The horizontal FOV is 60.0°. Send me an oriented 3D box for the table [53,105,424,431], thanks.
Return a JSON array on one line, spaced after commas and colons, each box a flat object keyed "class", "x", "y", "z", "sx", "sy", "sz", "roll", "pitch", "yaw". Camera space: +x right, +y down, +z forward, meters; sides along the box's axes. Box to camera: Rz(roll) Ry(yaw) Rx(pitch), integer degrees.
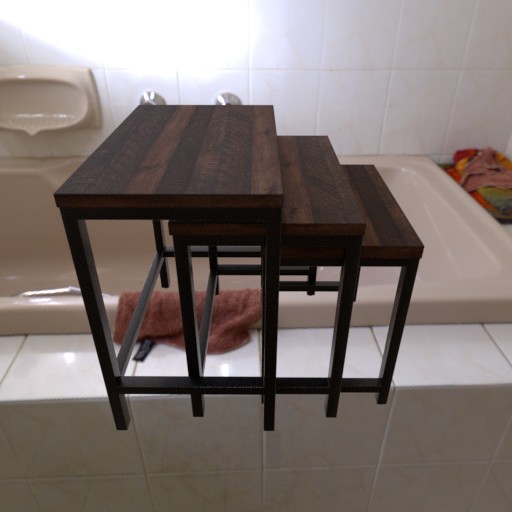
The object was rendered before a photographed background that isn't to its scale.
[{"class": "table", "x": 0.000, "y": 0.000, "z": 1.142, "sx": 0.660, "sy": 0.616, "sz": 0.608, "roll": 0, "pitch": 32, "yaw": 0}]
